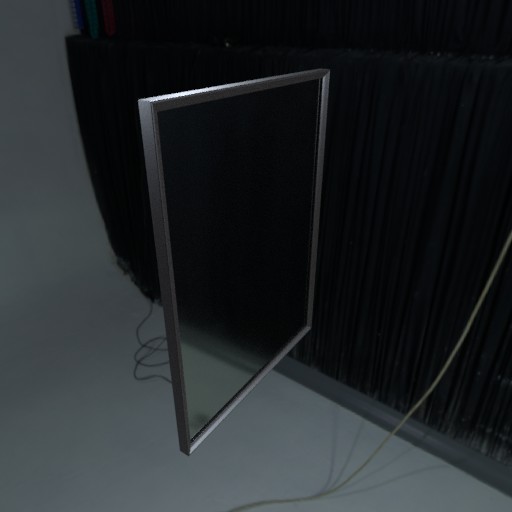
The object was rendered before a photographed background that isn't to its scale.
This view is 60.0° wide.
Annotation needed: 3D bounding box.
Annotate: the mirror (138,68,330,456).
[{"bbox_3d":[0.000,0.000,1.373,0.041,1.016,0.762,18,33,30],"label":"mirror"}]
